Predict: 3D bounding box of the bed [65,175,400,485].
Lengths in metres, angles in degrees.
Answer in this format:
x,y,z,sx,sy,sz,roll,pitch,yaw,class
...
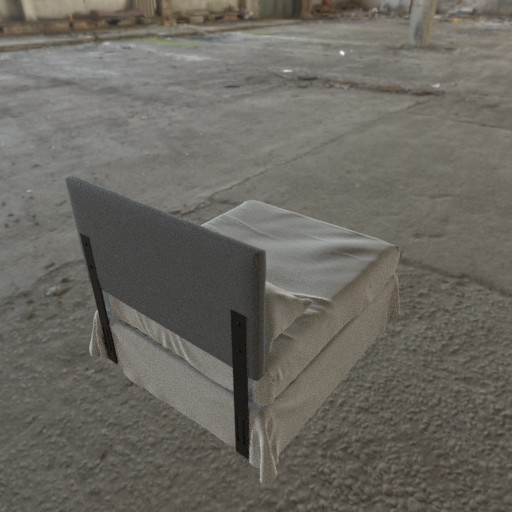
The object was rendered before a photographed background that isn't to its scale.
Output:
x,y,z,sx,sy,sz,roll,pitch,yaw,class
0.000,0.000,3.579,1.936,1.577,2.222,22,37,32,bed
